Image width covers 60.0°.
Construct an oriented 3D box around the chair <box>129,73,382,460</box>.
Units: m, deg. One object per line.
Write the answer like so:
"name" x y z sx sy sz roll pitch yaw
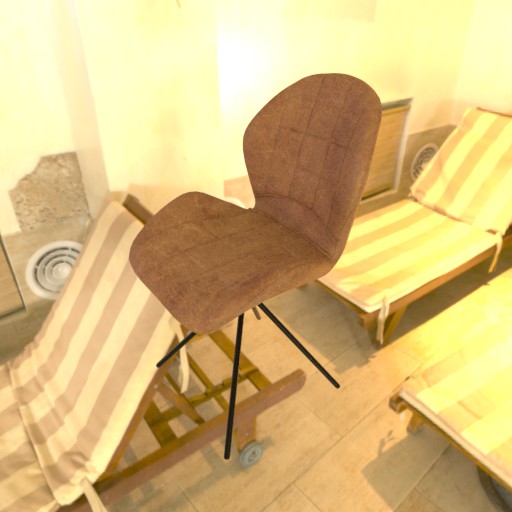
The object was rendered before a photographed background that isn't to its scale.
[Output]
"chair" 0.000 0.000 1.278 0.640 0.929 0.527 -21 37 -30
